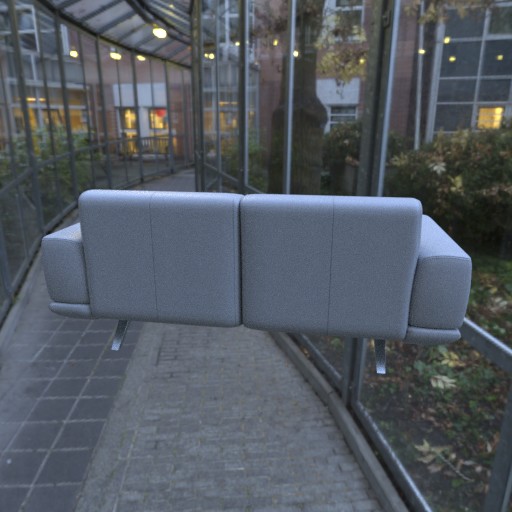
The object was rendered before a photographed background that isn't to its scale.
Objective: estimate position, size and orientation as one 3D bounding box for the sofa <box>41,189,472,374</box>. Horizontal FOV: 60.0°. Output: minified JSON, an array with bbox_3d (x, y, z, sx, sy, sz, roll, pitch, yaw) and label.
[{"bbox_3d":[0.000,0.000,2.348,1.901,0.772,0.900,3,17,9],"label":"sofa"}]
